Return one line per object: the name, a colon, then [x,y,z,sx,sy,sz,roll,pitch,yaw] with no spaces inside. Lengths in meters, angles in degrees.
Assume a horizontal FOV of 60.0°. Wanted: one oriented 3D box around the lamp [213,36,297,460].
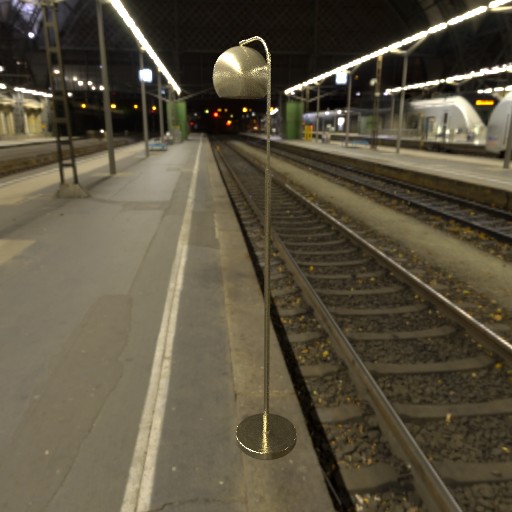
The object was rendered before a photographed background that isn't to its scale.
lamp: [0.000,0.000,1.690,0.250,1.526,0.431,-8,18,-26]
